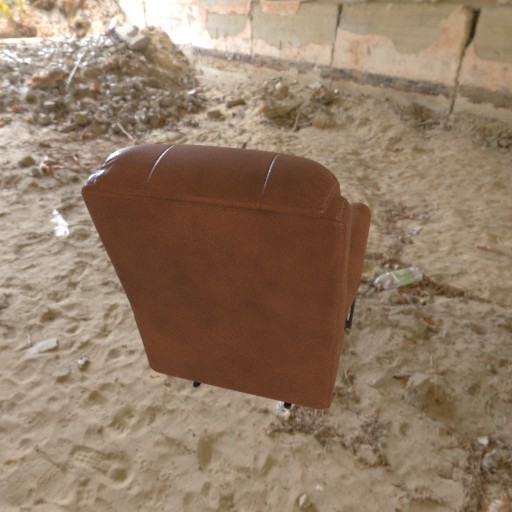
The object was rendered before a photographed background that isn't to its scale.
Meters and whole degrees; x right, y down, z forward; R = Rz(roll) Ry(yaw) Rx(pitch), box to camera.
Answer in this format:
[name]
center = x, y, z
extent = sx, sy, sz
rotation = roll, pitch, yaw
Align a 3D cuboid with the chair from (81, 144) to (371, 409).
[chair]
center = 0.000, 0.000, 1.779
extent = 0.838, 1.054, 1.014
rotation = 8, 31, 14
